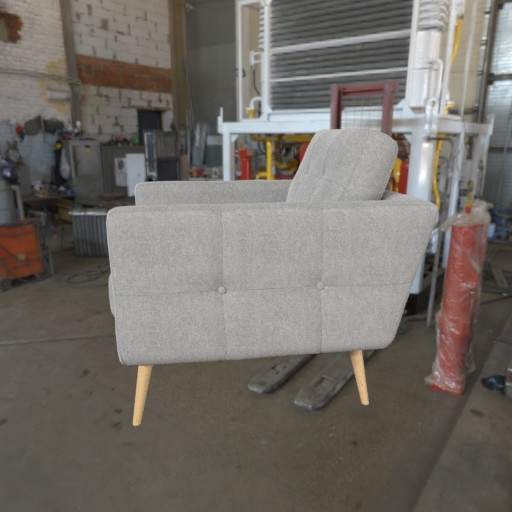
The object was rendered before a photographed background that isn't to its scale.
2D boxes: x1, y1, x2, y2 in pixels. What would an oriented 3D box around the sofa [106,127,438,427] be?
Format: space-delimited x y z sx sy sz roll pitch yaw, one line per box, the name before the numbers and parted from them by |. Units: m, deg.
sofa | 0.000 0.000 1.552 0.920 0.860 0.770 -2 15 -8
